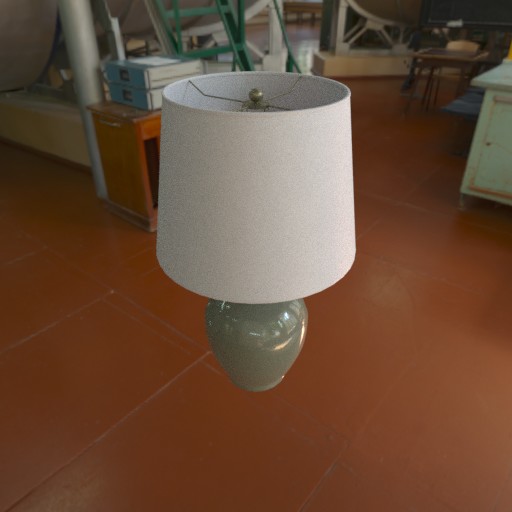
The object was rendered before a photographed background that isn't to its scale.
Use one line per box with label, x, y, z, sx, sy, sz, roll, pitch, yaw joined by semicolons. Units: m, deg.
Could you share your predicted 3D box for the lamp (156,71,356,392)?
lamp;0.000;0.000;0.553;0.239;0.399;0.239;0;32;0
